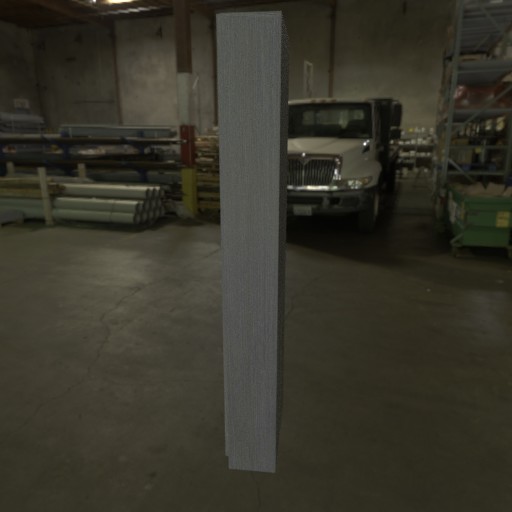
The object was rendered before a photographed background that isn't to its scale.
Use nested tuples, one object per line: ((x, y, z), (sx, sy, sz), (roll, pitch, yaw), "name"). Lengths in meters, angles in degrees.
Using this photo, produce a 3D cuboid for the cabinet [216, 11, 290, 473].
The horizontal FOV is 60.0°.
((0.000, 0.000, 1.926), (0.230, 1.790, 0.500), (2, 15, 7), "cabinet")
